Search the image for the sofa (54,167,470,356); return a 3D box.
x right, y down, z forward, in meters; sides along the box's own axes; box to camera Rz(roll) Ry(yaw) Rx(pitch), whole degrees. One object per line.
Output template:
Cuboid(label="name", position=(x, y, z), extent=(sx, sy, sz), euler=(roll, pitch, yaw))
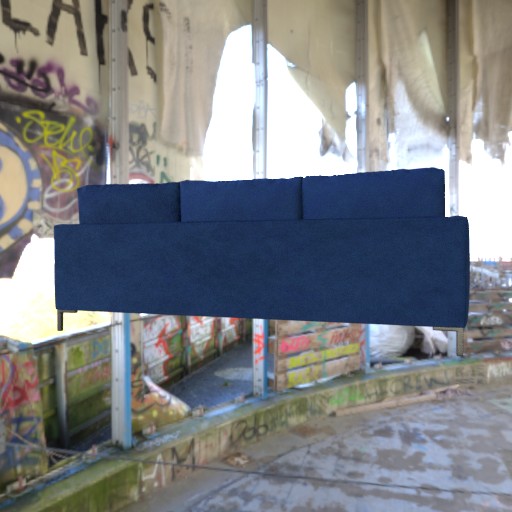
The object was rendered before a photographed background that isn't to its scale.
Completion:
Cuboid(label="sofa", position=(0.000, 0.000, 2.685), extent=(2.252, 0.879, 0.875), euler=(0, 1, 17))
